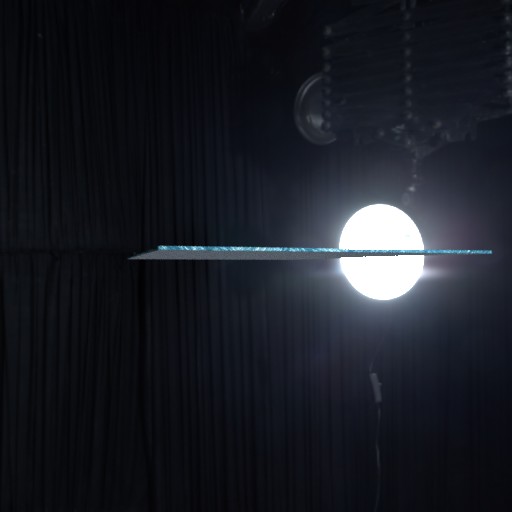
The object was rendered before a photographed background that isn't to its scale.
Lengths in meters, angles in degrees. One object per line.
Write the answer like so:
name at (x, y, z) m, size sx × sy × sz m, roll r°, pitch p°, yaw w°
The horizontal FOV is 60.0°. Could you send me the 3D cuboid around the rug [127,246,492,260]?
rug at (0.000, 0.000, 2.844) m, size 1.490 × 0.015 × 2.277 m, roll 0°, pitch -1°, yaw -19°
